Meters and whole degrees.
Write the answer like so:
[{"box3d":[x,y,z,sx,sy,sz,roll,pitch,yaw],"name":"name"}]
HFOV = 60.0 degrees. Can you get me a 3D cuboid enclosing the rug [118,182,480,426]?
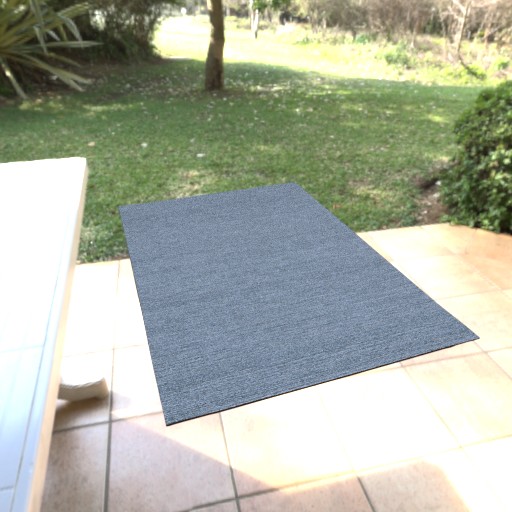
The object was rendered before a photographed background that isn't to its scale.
[{"box3d":[0.000,0.000,2.983,1.616,0.030,2.338,-10,32,-17],"name":"rug"}]
